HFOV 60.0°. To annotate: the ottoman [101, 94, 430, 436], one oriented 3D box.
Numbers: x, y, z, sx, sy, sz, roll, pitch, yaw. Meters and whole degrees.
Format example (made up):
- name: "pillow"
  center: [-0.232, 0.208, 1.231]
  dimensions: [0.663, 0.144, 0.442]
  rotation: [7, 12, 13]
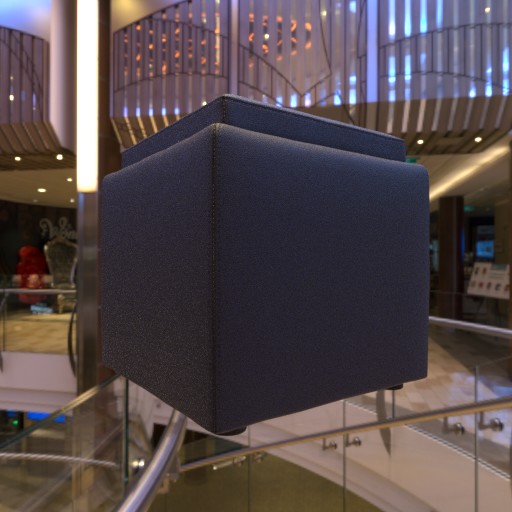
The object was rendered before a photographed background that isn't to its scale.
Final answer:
- name: "ottoman"
  center: [0.000, 0.000, 0.821]
  dimensions: [0.450, 0.460, 0.451]
  rotation: [0, 0, -36]
